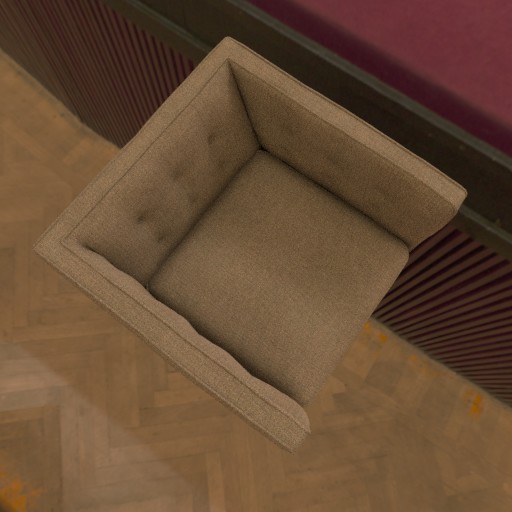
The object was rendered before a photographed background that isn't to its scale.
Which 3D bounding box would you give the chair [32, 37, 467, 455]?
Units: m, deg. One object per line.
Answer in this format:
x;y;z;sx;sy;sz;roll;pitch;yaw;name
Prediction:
0.000;0.000;1.617;0.912;0.799;0.920;36;77;9;chair
